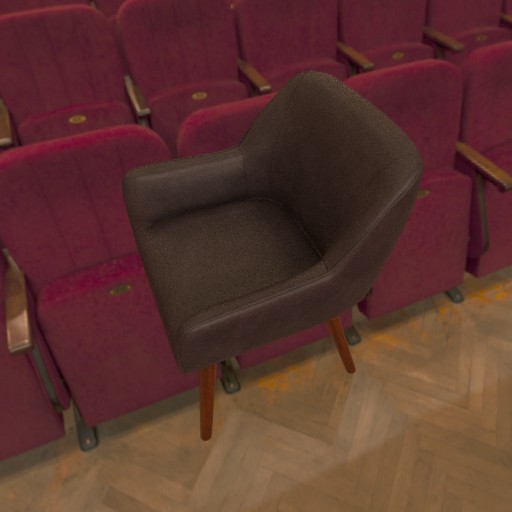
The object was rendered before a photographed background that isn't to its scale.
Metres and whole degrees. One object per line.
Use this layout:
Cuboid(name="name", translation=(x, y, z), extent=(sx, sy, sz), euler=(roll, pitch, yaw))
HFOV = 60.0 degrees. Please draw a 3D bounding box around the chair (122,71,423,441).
Cuboid(name="chair", translation=(0.000, 0.000, 1.270), extent=(0.610, 0.828, 0.610), euler=(-17, 48, -16))
